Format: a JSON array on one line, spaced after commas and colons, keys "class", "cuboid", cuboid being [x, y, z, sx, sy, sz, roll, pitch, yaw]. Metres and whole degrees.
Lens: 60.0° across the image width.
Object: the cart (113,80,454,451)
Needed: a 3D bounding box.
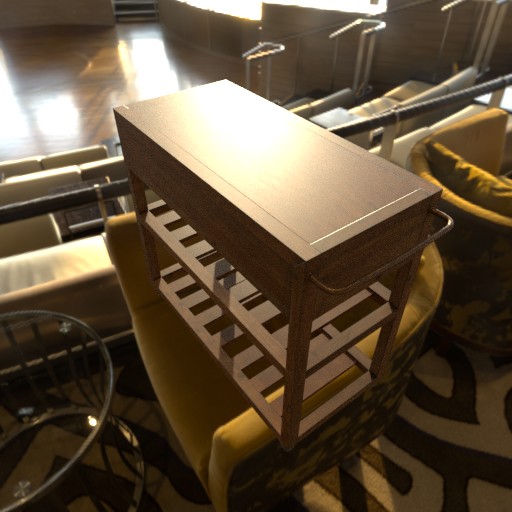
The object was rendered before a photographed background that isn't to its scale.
[{"class": "cart", "cuboid": [0.000, 0.000, 1.491, 0.445, 0.830, 1.065, -26, 47, -27]}]
